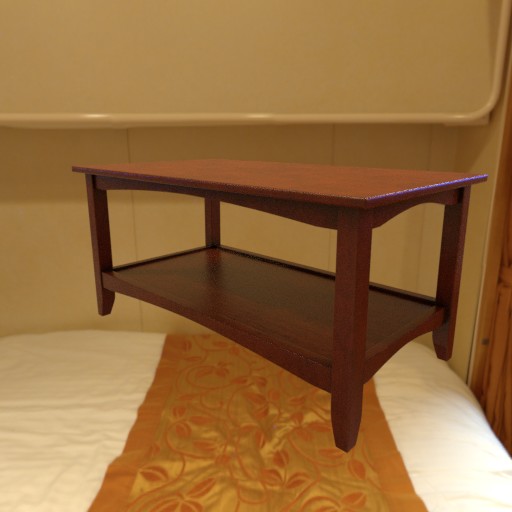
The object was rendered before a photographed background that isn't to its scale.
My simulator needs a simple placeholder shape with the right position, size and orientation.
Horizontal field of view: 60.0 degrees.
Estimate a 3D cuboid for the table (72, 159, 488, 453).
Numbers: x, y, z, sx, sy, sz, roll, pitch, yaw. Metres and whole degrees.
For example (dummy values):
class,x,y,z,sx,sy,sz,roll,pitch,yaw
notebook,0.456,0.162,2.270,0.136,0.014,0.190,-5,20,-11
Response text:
class,x,y,z,sx,sy,sz,roll,pitch,yaw
table,0.000,0.000,1.190,0.943,0.456,0.533,14,21,42
